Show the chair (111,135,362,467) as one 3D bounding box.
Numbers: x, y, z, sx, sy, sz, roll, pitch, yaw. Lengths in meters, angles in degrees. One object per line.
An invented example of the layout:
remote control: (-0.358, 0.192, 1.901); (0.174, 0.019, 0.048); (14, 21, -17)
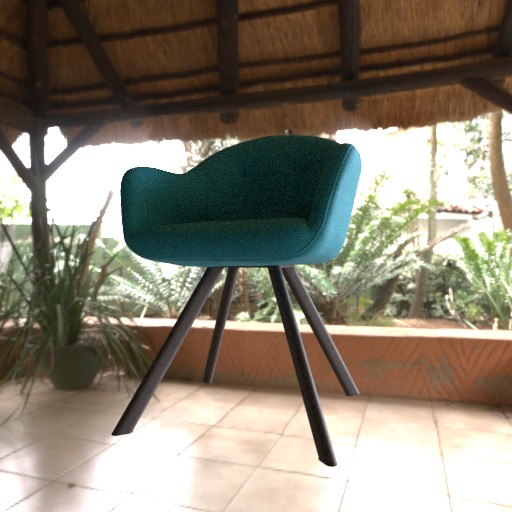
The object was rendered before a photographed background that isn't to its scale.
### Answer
chair: (0.000, 0.000, 1.150); (0.545, 0.775, 0.565); (0, -1, 18)
